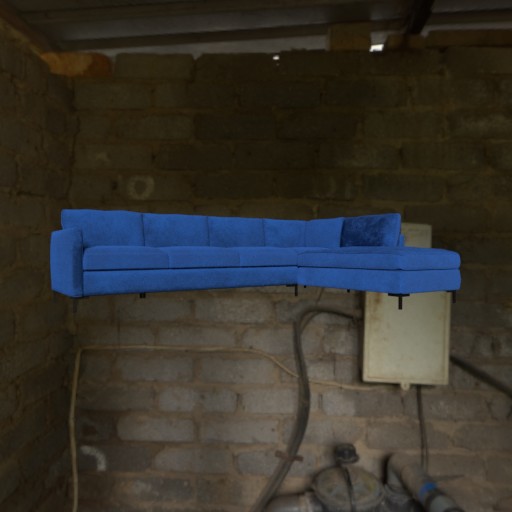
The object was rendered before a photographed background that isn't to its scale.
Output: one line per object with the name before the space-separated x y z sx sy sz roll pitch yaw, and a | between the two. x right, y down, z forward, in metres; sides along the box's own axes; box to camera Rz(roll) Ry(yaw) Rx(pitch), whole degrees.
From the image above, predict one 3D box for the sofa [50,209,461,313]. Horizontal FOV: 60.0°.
sofa | 0.000 0.000 3.205 2.486 0.687 1.707 0 1 -35
